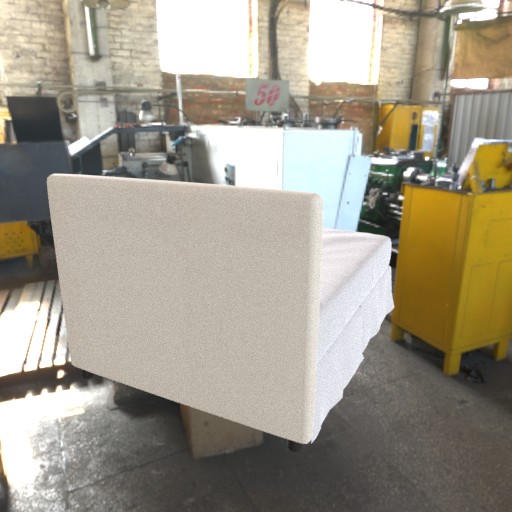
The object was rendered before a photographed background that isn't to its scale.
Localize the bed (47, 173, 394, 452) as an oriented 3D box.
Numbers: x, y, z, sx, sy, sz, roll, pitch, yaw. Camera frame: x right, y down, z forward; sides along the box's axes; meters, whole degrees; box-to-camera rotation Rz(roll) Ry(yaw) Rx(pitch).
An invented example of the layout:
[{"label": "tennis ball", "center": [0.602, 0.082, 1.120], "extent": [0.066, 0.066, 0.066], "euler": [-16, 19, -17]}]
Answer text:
[{"label": "bed", "center": [0.000, 0.000, 3.260], "extent": [1.713, 1.330, 2.142], "euler": [8, 19, 26]}]
